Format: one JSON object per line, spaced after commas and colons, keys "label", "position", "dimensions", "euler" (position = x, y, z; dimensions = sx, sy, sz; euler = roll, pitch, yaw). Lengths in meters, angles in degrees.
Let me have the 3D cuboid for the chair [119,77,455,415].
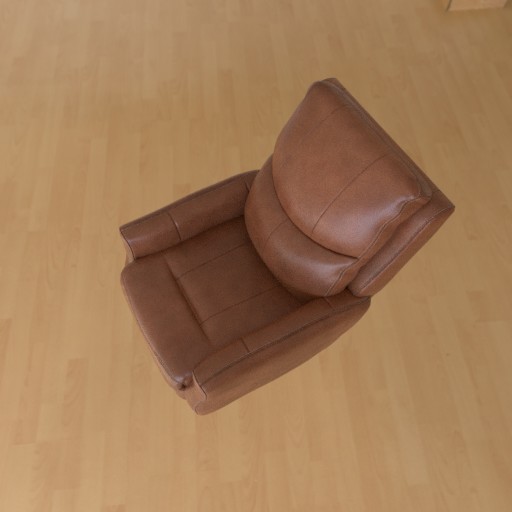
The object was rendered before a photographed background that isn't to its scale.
{"label": "chair", "position": [0.000, 0.000, 1.769], "dimensions": [1.072, 1.016, 0.821], "euler": [-27, 66, -13]}
